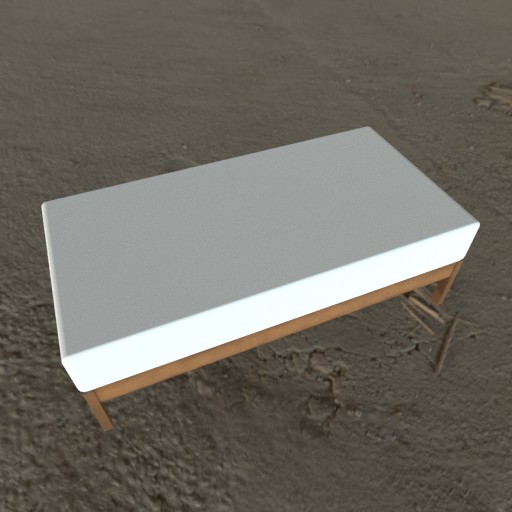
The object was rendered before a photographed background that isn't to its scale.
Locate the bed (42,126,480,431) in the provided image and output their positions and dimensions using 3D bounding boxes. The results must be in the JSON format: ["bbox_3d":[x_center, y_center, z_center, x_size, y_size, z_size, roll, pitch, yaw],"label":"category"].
[{"bbox_3d":[0.000,0.000,2.343,1.902,0.616,0.961,-17,49,-15],"label":"bed"}]
